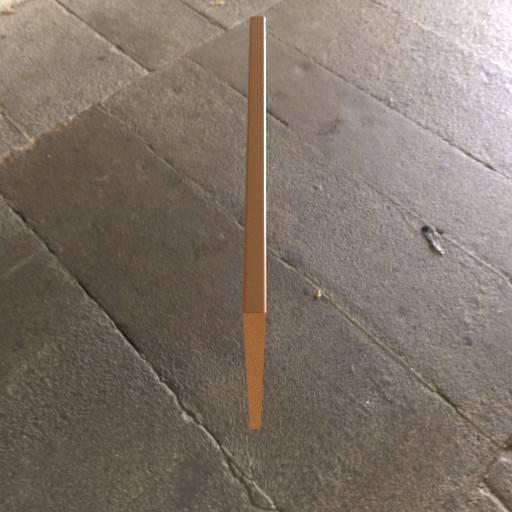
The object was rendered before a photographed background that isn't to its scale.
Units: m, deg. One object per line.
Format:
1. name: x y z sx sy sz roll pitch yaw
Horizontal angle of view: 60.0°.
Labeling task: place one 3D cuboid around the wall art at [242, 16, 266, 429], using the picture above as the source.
1. wall art: 0.000 0.000 0.736 0.021 0.550 0.449 0 59 0
